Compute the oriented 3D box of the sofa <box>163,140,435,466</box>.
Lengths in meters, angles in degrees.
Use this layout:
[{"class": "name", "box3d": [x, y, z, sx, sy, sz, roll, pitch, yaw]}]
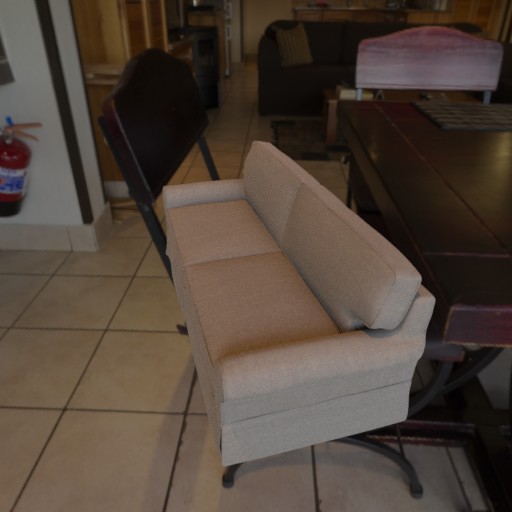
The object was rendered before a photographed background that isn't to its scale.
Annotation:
[{"class": "sofa", "box3d": [0.000, 0.000, 2.788, 0.991, 0.943, 2.248, -8, 31, -14]}]
